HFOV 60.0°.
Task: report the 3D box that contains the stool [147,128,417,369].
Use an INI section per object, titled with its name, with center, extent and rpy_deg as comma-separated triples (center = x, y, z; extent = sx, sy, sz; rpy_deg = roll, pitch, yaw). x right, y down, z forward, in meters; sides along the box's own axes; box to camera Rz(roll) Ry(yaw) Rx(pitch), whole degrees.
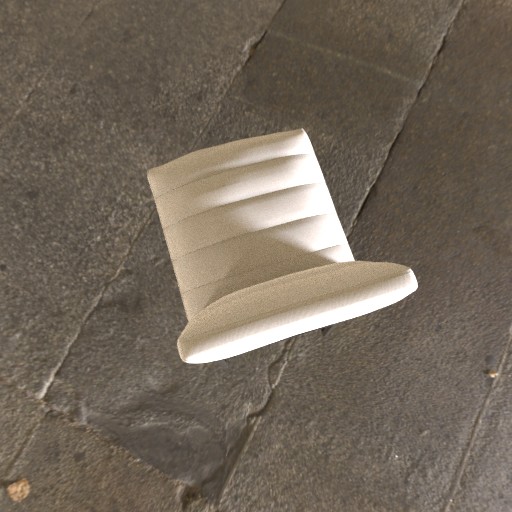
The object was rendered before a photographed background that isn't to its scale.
[stool]
center = 0.000, 0.000, 1.342
extent = 0.464, 1.061, 0.573
rpy_deg = -17, 76, -4
